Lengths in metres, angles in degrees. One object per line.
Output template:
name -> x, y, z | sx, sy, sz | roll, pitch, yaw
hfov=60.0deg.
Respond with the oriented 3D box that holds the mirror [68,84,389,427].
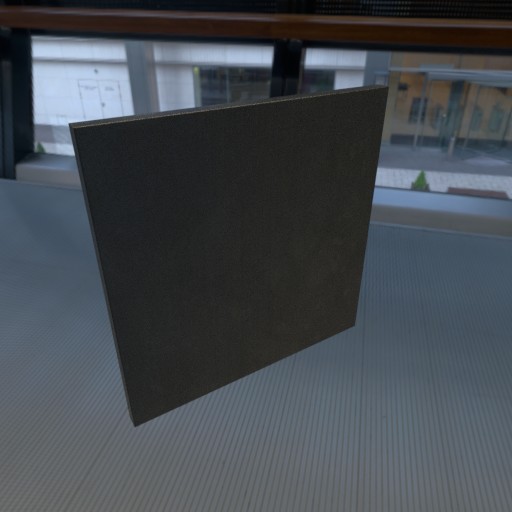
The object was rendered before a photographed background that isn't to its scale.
mirror -> 0.000, 0.000, 0.568 | 0.382, 0.381, 0.020 | -18, 35, -28
